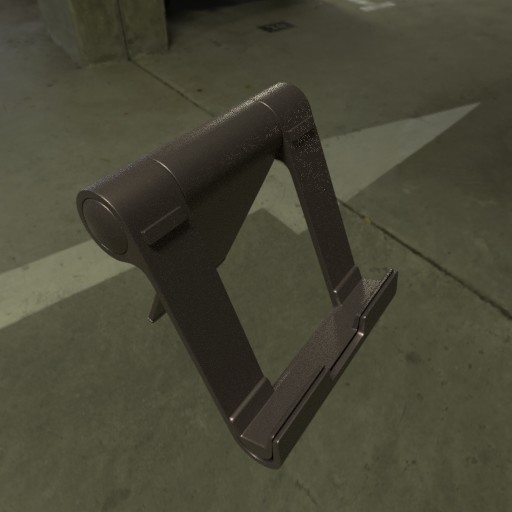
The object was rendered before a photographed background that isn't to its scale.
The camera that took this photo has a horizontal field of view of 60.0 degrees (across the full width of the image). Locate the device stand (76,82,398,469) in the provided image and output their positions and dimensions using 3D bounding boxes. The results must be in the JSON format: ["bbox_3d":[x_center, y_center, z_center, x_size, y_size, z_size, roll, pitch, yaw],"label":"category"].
[{"bbox_3d":[0.000,0.000,0.152,0.079,0.084,0.088,26,48,26],"label":"device stand"}]
